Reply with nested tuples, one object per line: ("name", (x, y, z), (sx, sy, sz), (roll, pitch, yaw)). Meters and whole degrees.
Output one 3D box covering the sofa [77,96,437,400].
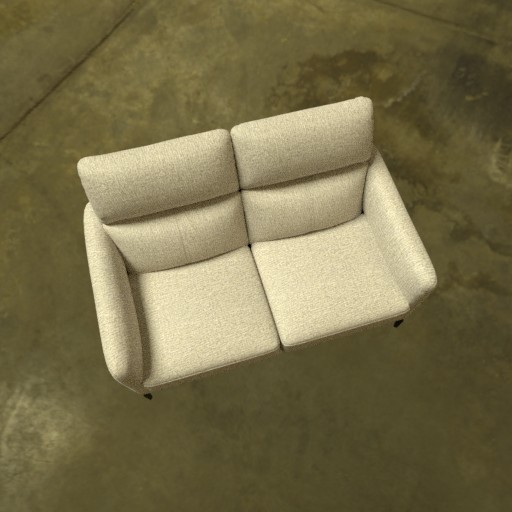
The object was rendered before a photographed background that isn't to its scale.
("sofa", (0.000, 0.000, 2.170), (1.540, 0.950, 0.905), (-15, 64, -7))
